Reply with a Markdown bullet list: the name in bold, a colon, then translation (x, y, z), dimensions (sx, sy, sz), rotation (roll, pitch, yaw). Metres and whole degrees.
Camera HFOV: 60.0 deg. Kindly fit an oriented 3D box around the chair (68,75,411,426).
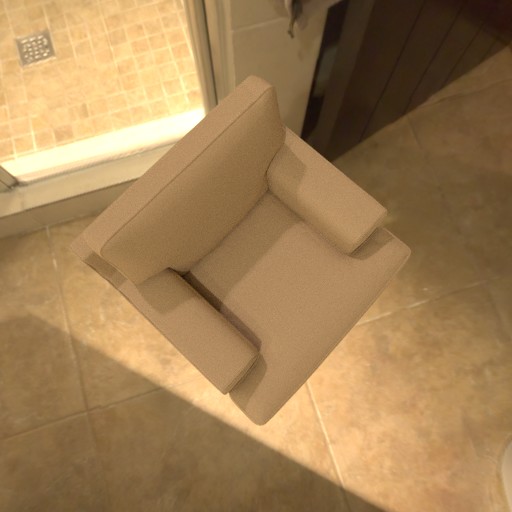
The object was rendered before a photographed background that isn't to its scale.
- **chair**: translation (0.000, 0.000, 2.161), dimensions (1.274, 1.005, 1.293), rotation (34, 78, 8)
